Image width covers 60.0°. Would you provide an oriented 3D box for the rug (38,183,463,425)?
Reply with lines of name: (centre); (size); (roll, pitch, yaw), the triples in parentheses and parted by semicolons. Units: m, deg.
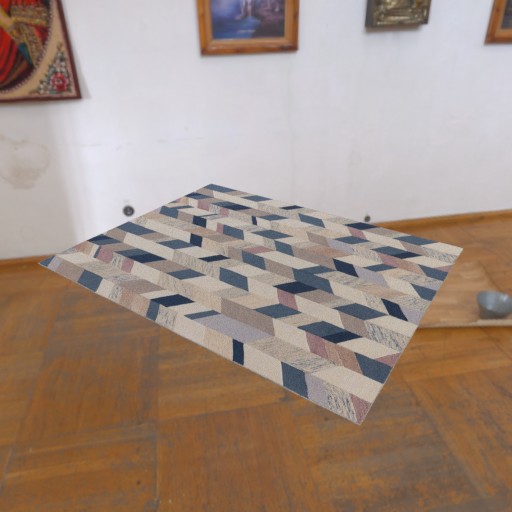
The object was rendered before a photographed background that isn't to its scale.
rug: (0.000, 0.000, 4.058); (3.072, 0.011, 2.451); (19, 35, 30)
